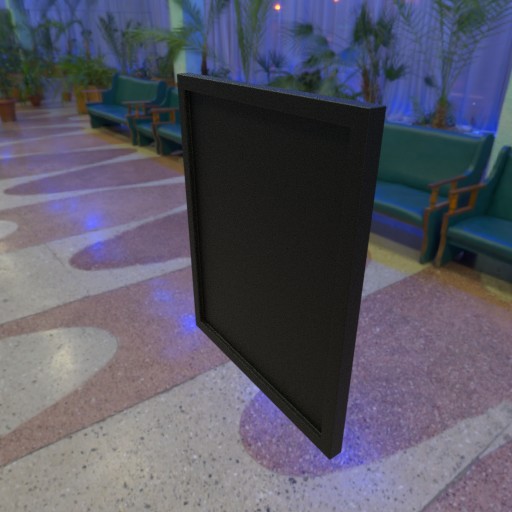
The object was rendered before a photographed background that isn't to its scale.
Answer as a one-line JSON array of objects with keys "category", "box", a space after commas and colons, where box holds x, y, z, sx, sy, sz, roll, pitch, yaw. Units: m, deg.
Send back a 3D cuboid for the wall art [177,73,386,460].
[{"category": "wall art", "box": [0.000, 0.000, 0.774, 0.028, 0.559, 0.457, -18, 33, -31]}]
